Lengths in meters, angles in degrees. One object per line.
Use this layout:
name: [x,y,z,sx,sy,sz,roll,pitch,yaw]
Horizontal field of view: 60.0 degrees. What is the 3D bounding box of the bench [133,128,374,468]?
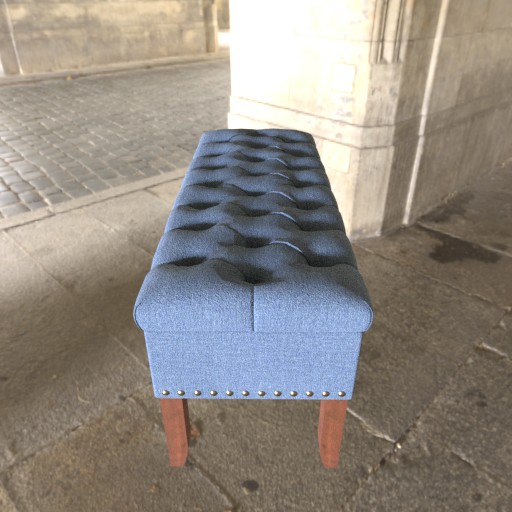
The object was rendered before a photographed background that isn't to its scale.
bench: [0.000,0.000,1.298,0.417,0.492,1.052,0,31,0]
